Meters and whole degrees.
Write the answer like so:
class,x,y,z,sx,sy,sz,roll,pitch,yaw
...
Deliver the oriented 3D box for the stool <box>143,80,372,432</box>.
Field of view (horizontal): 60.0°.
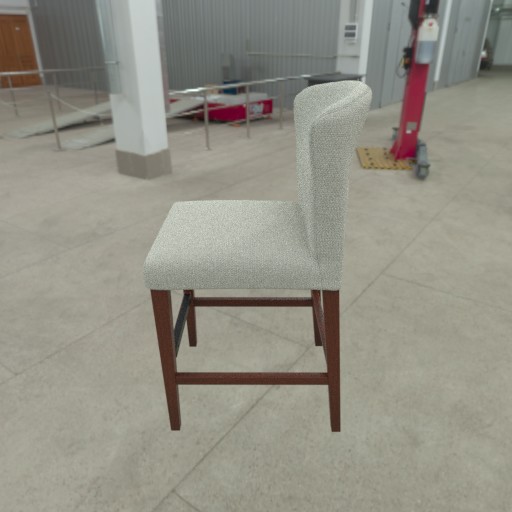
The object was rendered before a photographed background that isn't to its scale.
class,x,y,z,sx,sy,sz,roll,pitch,yaw
stool,0.000,0.000,1.324,0.568,0.969,0.481,0,26,0
